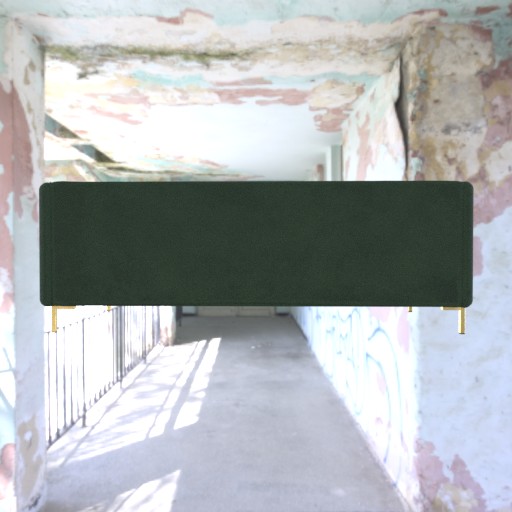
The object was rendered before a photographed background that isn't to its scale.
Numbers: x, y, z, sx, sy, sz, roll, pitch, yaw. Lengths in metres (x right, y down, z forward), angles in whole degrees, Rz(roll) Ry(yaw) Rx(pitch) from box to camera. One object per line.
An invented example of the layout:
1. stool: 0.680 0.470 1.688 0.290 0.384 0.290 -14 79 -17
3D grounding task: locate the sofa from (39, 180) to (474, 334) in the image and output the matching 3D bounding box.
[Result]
1. sofa: 0.000 0.000 2.634 2.209 0.771 0.895 0 1 1
